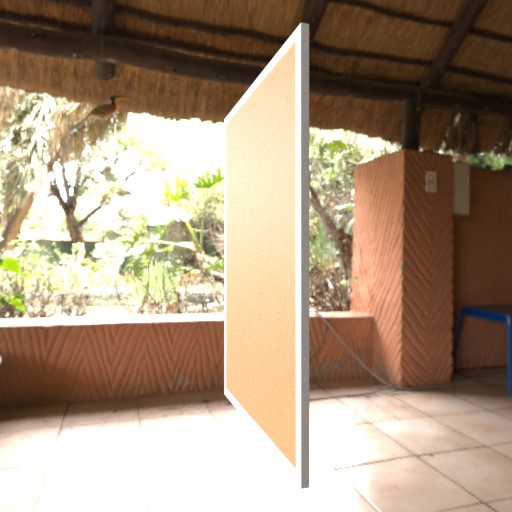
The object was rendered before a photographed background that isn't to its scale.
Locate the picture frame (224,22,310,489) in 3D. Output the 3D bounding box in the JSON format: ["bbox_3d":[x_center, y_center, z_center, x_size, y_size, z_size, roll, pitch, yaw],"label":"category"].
[{"bbox_3d":[0.000,0.000,0.844,0.013,0.657,0.457,0,0,-18],"label":"picture frame"}]
